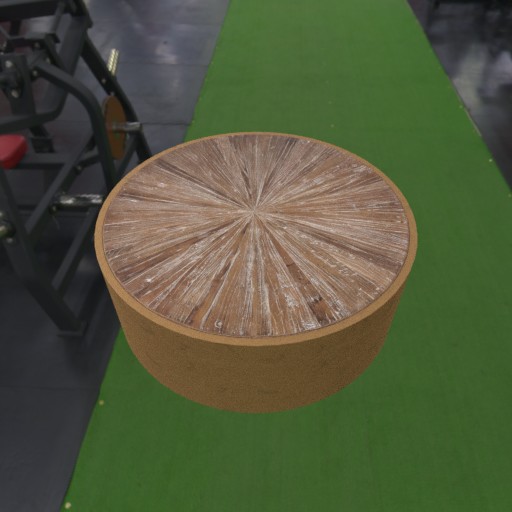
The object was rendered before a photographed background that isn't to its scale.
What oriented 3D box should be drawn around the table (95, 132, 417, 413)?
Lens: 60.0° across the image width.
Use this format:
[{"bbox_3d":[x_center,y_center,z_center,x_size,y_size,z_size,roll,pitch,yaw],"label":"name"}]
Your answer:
[{"bbox_3d":[0.000,0.000,1.558,1.001,0.409,1.001,0,45,0],"label":"table"}]
